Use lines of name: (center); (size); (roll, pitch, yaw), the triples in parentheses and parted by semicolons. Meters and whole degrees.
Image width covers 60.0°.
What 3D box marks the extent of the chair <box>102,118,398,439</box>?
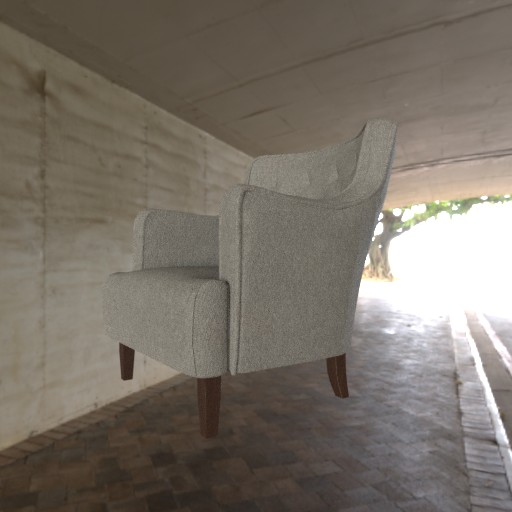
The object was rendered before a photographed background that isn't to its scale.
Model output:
chair: (0.000, 0.000, 1.594); (0.910, 0.920, 0.820); (0, 0, -35)
